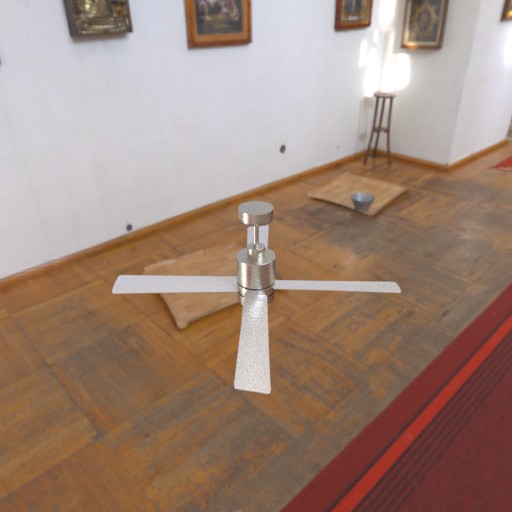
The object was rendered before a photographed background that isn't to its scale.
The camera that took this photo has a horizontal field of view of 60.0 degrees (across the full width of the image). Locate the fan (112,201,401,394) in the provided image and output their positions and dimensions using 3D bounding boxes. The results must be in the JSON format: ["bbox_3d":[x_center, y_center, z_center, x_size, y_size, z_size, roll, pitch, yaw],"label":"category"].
[{"bbox_3d":[0.000,0.000,2.295,1.525,0.539,1.525,1,29,1],"label":"fan"}]
